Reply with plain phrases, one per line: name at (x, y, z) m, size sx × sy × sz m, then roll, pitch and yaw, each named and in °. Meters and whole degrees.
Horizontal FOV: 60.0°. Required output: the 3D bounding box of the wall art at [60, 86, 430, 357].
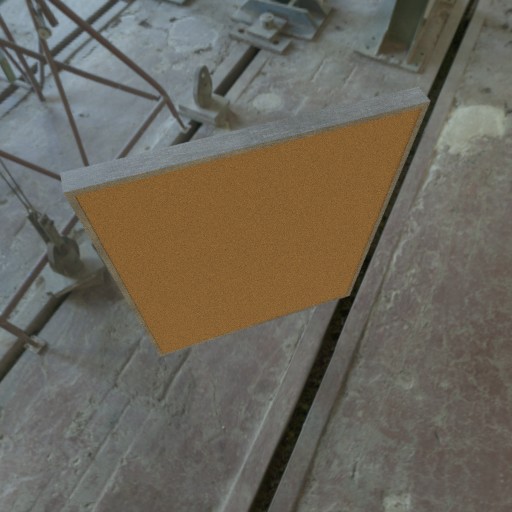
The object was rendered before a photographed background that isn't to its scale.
wall art at (0.000, 0.000, 0.713) m, size 0.421 × 0.521 × 0.032 m, roll -17°, pitch 60°, yaw -10°
